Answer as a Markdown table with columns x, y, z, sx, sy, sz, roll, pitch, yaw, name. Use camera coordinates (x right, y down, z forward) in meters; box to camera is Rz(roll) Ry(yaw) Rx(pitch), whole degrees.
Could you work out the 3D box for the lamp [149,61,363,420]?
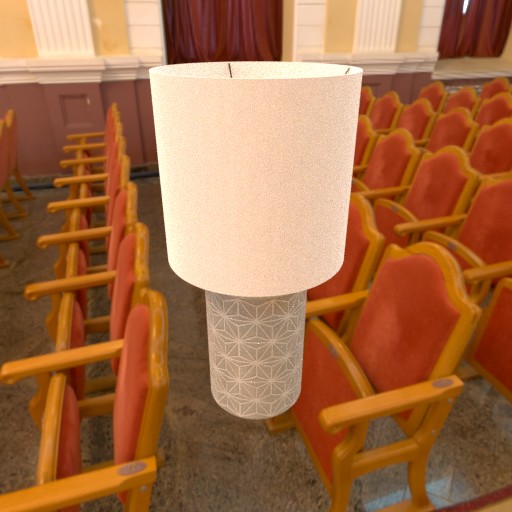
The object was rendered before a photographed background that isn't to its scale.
| x | y | z | sx | sy | sz | roll | pitch | yaw | name |
| --- | --- | --- | --- | --- | --- | --- | --- | --- | --- |
| 0.000 | 0.000 | 0.532 | 0.206 | 0.416 | 0.206 | -8 | 28 | -15 | lamp |
